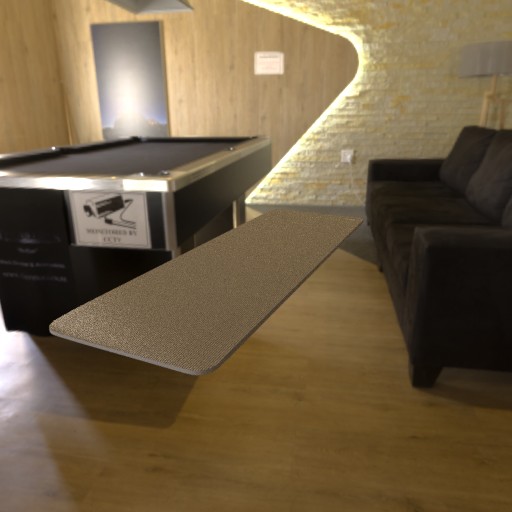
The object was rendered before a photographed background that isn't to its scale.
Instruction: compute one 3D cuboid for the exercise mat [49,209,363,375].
[{"bbox_3d":[0.000,0.000,2.092,0.616,0.021,1.884,9,21,24],"label":"exercise mat"}]
